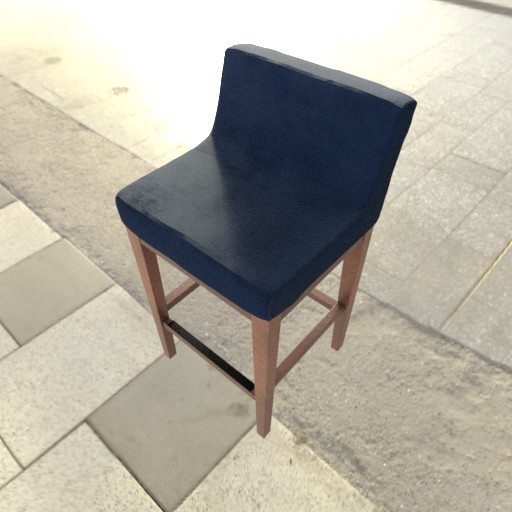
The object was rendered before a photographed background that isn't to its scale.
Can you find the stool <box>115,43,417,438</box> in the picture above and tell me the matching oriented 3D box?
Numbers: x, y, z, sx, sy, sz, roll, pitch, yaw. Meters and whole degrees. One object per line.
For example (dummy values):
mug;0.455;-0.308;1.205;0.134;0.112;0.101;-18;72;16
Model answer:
stool;0.000;0.000;1.257;0.511;0.945;0.516;31;53;27
